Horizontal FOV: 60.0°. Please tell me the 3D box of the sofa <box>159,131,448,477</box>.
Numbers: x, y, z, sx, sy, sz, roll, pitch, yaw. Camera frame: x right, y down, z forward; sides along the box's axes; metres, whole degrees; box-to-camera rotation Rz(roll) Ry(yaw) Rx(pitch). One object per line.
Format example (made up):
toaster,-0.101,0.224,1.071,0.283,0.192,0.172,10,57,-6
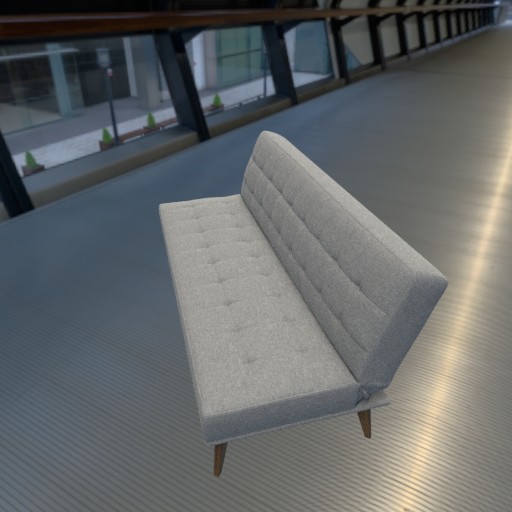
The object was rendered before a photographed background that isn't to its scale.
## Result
sofa,0.000,0.000,2.276,0.860,0.810,1.800,-8,32,-13
